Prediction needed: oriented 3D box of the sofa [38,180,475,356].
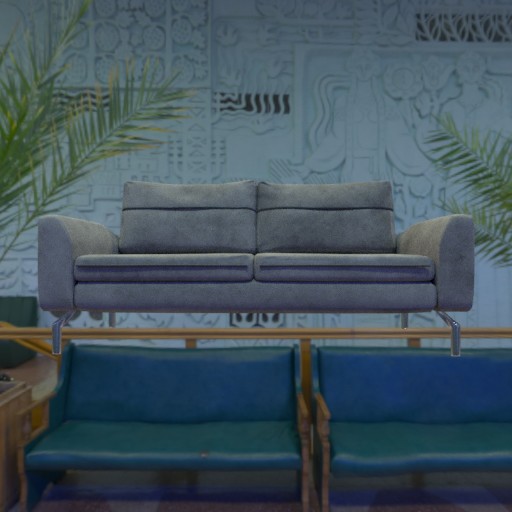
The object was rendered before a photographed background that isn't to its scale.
[{"bbox_3d":[0.000,0.000,2.257,1.837,0.859,0.849,0,0,1],"label":"sofa"}]
